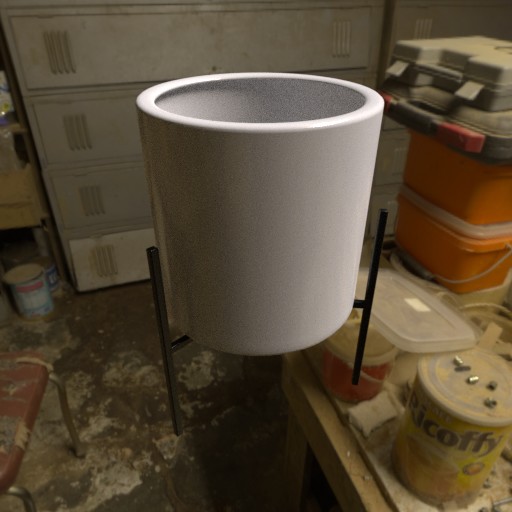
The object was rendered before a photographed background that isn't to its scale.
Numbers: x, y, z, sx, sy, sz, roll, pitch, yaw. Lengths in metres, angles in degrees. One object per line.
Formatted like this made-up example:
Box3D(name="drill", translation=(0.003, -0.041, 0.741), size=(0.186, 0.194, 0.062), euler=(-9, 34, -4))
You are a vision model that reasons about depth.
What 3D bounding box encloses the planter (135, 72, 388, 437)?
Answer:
Box3D(name="planter", translation=(0.000, 0.000, 0.499), size=(0.239, 0.356, 0.239), euler=(-9, 33, -15))
